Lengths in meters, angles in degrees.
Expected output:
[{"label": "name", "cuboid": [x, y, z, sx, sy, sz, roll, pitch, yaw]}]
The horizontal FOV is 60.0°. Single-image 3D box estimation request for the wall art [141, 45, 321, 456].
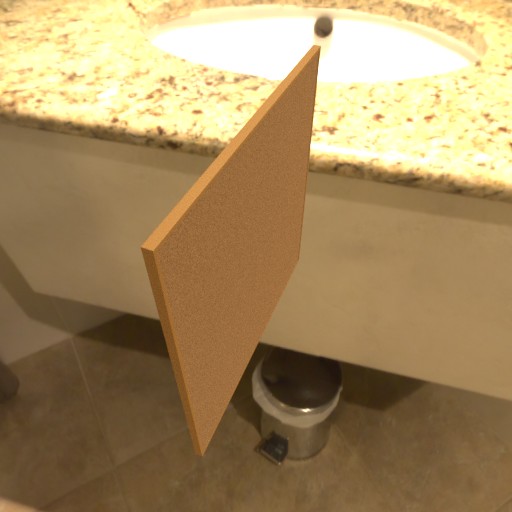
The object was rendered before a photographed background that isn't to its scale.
[{"label": "wall art", "cuboid": [0.000, 0.000, 0.669, 0.013, 0.455, 0.457, 17, 49, 16]}]
